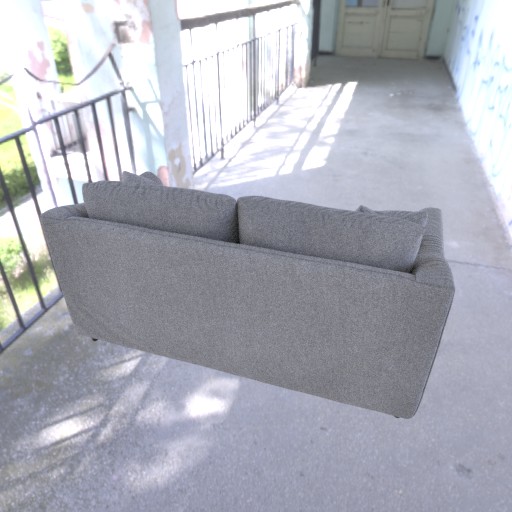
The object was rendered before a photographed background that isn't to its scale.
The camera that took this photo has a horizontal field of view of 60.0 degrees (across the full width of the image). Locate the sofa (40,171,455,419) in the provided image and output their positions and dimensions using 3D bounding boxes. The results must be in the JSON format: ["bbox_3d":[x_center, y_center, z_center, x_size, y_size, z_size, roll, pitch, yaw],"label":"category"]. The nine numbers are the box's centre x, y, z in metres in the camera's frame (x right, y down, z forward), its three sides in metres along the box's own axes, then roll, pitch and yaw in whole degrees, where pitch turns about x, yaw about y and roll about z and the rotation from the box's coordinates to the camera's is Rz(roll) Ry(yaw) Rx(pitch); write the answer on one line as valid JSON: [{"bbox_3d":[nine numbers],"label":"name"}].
[{"bbox_3d":[0.000,0.000,2.597,2.010,1.018,1.072,10,34,15],"label":"sofa"}]
